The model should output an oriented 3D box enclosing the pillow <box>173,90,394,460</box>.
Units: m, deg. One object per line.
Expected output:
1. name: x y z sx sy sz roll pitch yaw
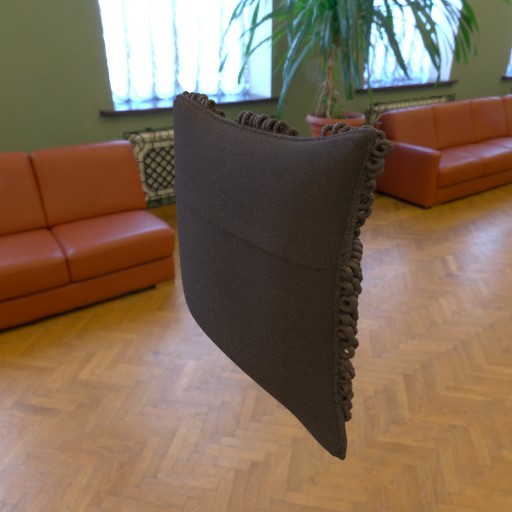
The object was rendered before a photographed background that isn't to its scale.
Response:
1. pillow: 0.000 0.000 0.713 0.172 0.467 0.470 -17 31 -31
